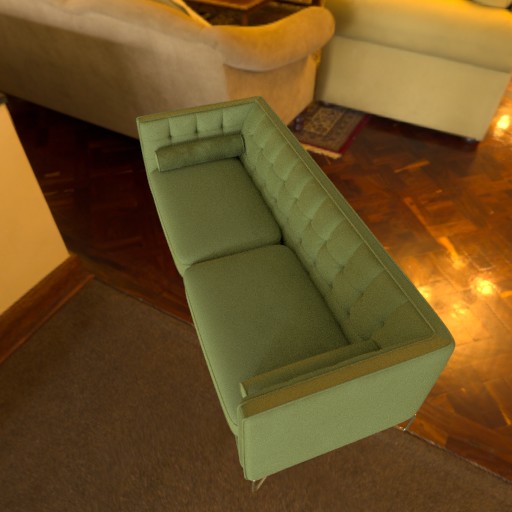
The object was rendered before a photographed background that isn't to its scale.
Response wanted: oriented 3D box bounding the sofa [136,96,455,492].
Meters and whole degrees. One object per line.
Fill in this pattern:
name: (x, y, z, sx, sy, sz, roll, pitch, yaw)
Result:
sofa: (0.000, 0.000, 2.447, 0.867, 0.789, 2.087, -15, 48, -14)
